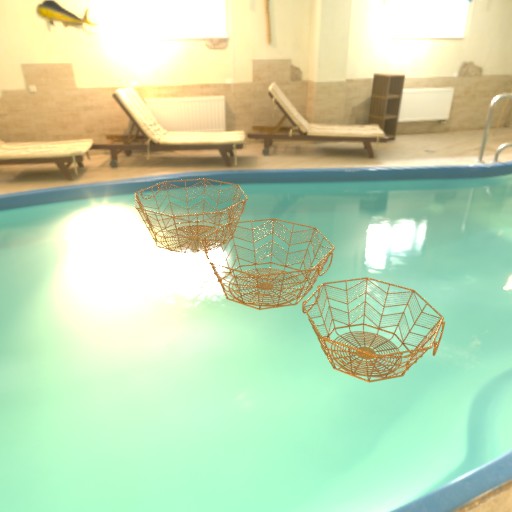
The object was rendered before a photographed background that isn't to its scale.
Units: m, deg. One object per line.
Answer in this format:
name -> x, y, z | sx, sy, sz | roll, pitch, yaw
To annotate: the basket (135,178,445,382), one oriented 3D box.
basket -> 0.000, 0.000, 1.392 | 0.432, 0.178, 1.245 | -18, 32, -32
